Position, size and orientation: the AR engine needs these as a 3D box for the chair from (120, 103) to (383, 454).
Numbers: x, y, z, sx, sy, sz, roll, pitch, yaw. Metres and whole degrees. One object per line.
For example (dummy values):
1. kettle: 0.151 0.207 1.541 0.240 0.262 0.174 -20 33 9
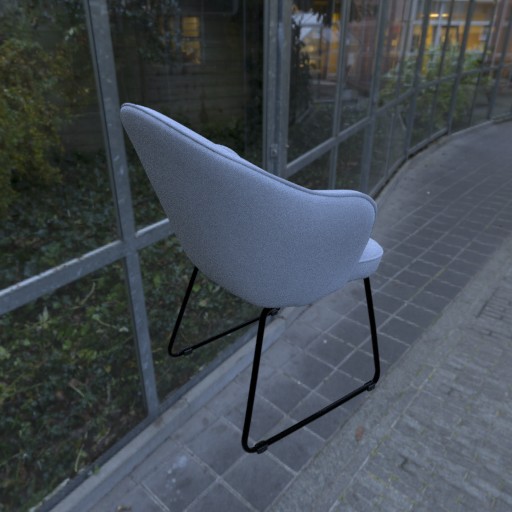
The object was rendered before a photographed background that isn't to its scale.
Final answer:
1. chair: 0.000 0.000 1.191 0.592 0.817 0.570 -17 31 -31
